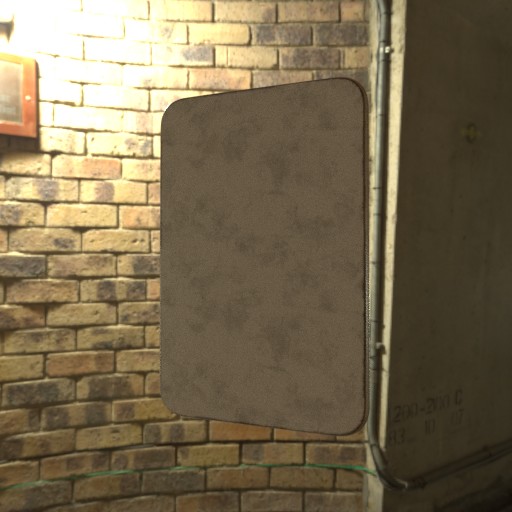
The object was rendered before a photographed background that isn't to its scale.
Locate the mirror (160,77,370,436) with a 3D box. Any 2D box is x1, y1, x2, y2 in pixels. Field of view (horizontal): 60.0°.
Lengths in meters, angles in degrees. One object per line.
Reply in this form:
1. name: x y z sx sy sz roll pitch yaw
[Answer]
1. mirror: 0.000 0.000 0.930 0.461 0.713 0.024 0 -1 19
